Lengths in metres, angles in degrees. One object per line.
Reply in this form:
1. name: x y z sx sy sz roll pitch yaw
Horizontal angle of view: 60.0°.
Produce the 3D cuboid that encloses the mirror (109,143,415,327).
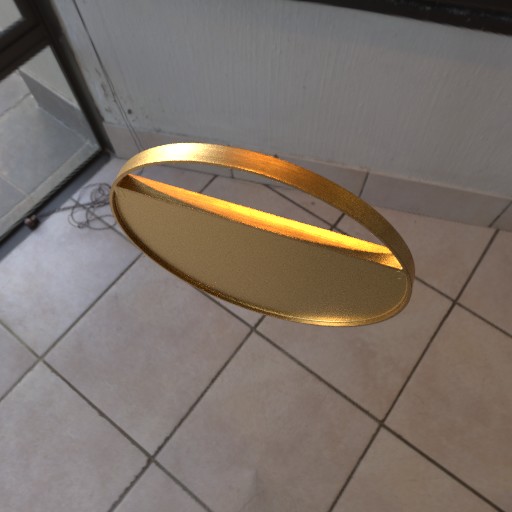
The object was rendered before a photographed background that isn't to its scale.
1. mirror: 0.000 0.000 0.832 0.565 0.565 0.032 17 65 8
